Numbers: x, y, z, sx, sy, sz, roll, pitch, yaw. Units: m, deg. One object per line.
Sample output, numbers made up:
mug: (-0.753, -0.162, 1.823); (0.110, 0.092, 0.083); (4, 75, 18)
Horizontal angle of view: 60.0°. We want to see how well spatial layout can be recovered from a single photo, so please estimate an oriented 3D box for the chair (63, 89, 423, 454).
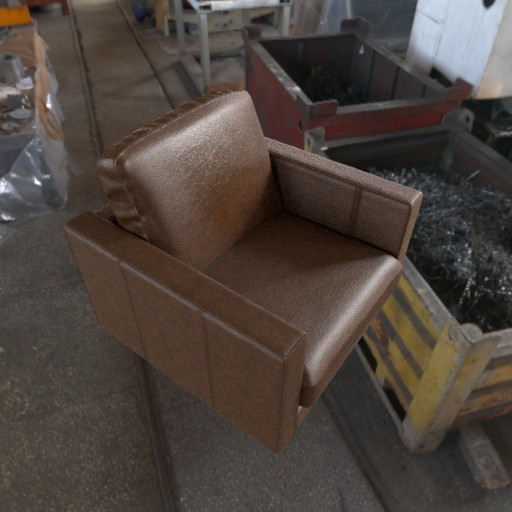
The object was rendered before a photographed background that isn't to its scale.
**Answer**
chair: (0.000, 0.000, 1.635); (0.909, 0.956, 0.890); (27, 49, 26)
